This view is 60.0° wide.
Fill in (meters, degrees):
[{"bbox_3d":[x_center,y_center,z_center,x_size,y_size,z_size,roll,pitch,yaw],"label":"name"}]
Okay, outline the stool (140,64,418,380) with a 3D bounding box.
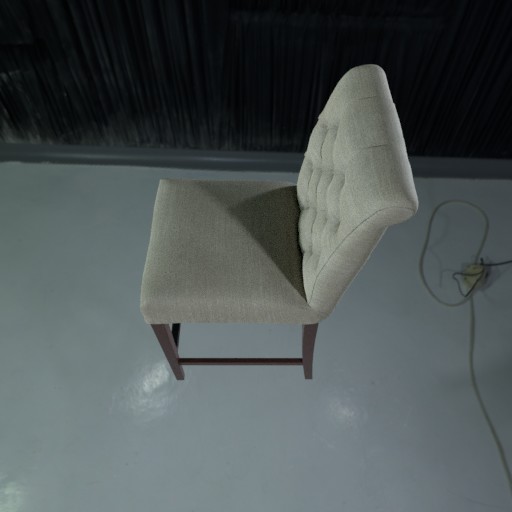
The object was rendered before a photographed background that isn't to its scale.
[{"bbox_3d":[0.000,0.000,1.426,0.660,1.084,0.486,0,57,0],"label":"stool"}]
